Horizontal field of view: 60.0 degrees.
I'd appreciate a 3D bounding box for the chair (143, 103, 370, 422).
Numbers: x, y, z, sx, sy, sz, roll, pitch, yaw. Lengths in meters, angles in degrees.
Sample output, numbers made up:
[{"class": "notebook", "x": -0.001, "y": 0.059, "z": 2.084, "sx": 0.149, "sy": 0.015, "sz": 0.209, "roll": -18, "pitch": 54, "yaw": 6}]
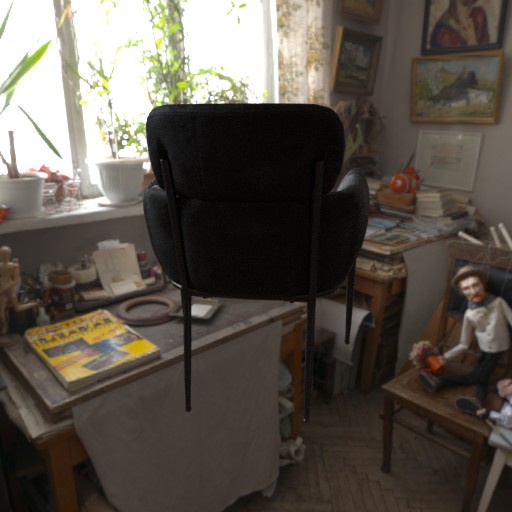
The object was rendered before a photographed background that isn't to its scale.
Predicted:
[{"class": "chair", "x": 0.000, "y": 0.000, "z": 1.282, "sx": 0.640, "sy": 0.818, "sz": 0.604, "roll": 2, "pitch": 17, "yaw": 8}]
